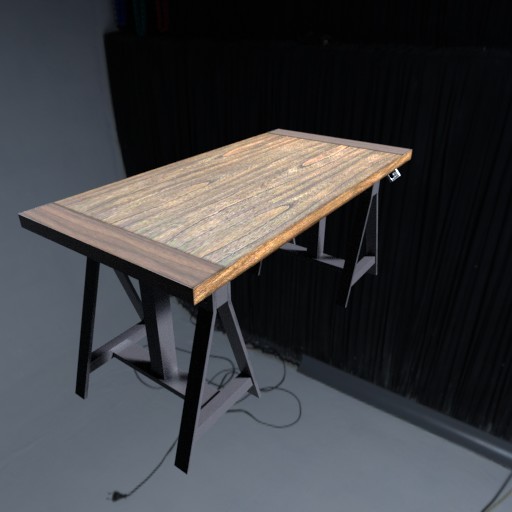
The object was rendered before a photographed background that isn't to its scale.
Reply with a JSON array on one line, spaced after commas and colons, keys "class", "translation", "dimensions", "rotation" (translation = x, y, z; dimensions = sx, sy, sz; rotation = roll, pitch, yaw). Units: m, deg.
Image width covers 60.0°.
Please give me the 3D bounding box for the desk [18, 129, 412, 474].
[{"class": "desk", "translation": [0.000, 0.000, 1.935], "dimensions": [0.784, 0.725, 1.543], "rotation": [19, 34, 31]}]
